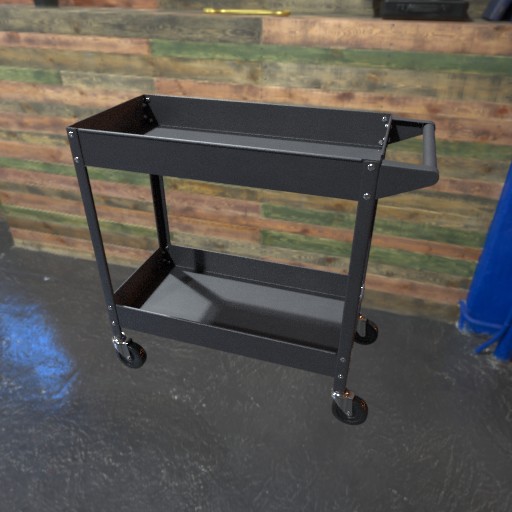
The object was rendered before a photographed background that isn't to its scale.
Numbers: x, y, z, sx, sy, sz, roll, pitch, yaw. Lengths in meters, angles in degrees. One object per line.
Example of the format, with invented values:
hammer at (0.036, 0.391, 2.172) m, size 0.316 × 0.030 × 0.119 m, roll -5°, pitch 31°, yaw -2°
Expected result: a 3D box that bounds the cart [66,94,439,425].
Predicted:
cart at (0.000, 0.000, 1.189) m, size 0.779 × 0.719 × 0.366 m, roll 10°, pitch 34°, yaw 15°
